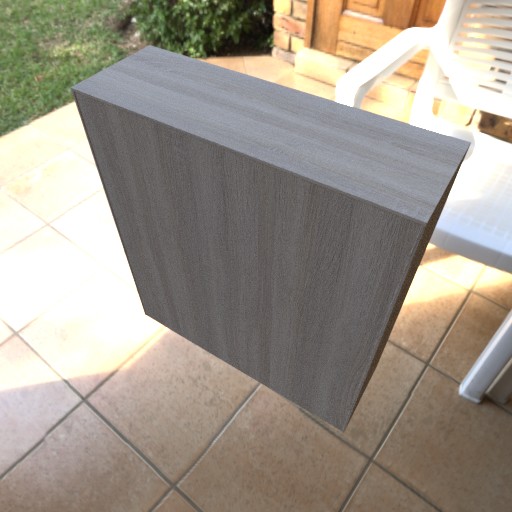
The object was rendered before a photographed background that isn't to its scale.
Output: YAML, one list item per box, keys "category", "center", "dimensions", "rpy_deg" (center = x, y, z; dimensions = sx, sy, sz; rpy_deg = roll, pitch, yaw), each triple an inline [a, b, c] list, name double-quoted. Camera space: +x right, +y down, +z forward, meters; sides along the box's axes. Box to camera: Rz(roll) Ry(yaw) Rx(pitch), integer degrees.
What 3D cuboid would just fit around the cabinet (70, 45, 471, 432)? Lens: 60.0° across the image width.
- category: "cabinet"
  center: [0.000, 0.000, 2.887]
  dimensions: [1.870, 2.060, 0.620]
  rpy_deg: [25, 53, 21]
